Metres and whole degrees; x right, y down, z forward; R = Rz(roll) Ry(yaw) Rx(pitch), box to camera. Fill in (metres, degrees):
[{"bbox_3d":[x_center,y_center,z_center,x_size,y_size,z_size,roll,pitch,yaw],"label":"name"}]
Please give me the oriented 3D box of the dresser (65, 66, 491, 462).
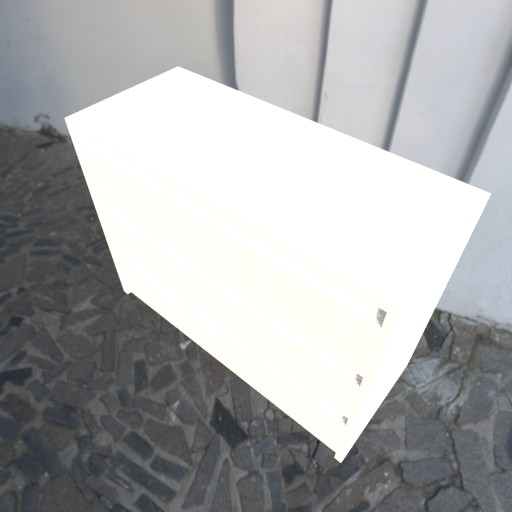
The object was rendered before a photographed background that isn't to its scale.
[{"bbox_3d":[0.000,0.000,1.493,1.100,0.820,0.460,31,54,26],"label":"dresser"}]
